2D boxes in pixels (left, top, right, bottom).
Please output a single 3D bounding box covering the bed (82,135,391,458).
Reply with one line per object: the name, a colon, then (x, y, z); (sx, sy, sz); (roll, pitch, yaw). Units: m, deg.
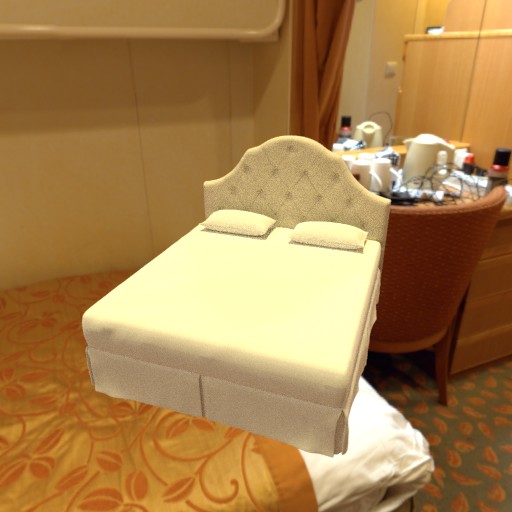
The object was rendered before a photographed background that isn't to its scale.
bed: (0.000, 0.000, 3.702); (2.008, 1.615, 2.214); (9, 26, 18)
